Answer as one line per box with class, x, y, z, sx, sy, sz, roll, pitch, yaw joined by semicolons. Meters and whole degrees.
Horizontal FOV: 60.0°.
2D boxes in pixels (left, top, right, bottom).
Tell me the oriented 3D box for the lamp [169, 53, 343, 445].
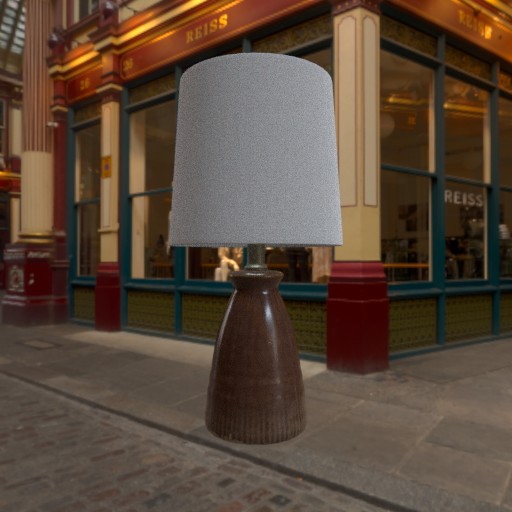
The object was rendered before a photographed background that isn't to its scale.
lamp;0.000;0.000;0.485;0.186;0.369;0.186;0;0;0
